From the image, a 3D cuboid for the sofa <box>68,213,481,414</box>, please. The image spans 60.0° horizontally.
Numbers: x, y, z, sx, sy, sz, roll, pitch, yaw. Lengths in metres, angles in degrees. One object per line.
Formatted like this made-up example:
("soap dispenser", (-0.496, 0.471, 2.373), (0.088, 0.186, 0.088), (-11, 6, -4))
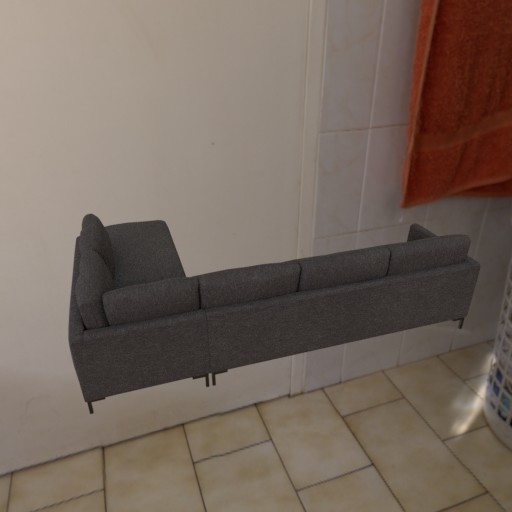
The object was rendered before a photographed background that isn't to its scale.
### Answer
("sofa", (0.000, 0.000, 3.837), (2.949, 0.815, 2.007), (-9, 30, -16))
